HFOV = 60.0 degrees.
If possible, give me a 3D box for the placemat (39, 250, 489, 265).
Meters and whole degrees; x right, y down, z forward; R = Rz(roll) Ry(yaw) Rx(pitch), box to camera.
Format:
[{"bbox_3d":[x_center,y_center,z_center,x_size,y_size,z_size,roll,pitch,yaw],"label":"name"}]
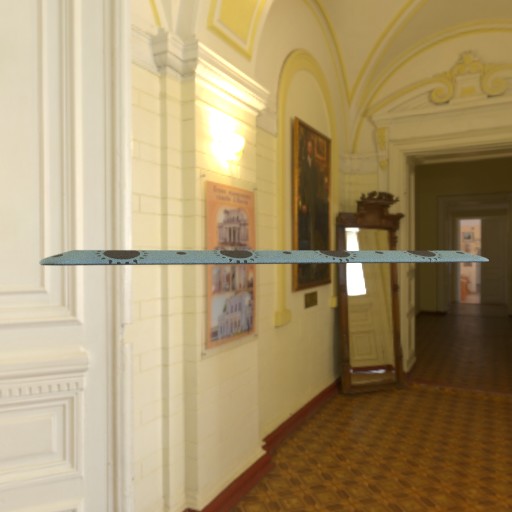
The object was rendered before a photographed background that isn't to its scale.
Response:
[{"bbox_3d":[0.000,0.000,0.931,0.762,0.021,0.508,0,0,-17],"label":"placemat"}]
